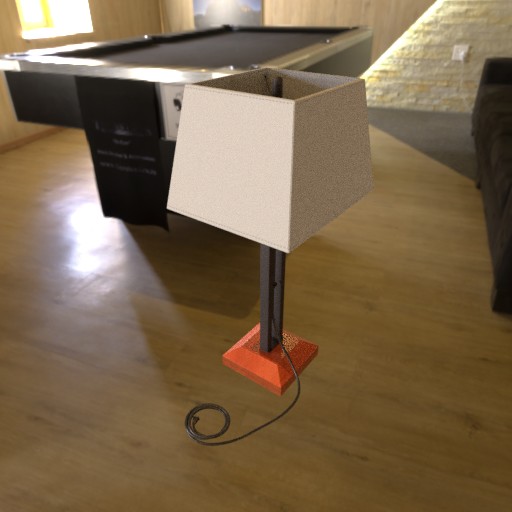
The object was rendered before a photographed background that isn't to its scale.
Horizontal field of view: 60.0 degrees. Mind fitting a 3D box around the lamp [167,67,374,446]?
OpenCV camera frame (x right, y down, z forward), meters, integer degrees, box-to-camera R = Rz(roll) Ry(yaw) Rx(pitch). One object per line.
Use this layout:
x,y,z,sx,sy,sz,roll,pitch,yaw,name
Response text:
0.000,0.000,0.991,0.310,0.737,0.498,21,37,31,lamp
